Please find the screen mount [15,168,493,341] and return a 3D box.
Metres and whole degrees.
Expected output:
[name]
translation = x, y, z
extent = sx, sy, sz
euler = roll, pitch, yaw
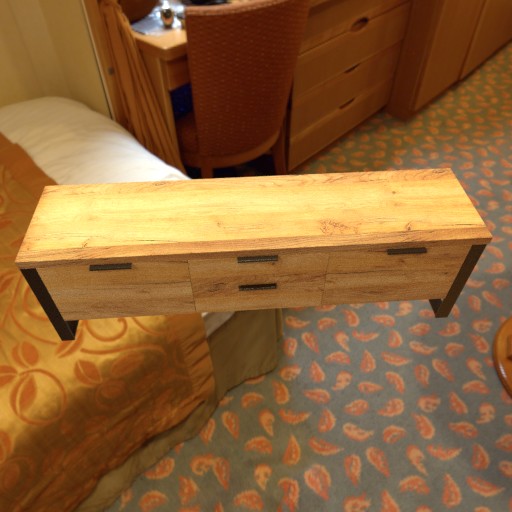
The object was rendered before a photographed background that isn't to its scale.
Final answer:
[screen mount]
translation = 0.000, 0.000, 1.695
extent = 1.524, 0.450, 0.395
euler = -3, 47, -3
